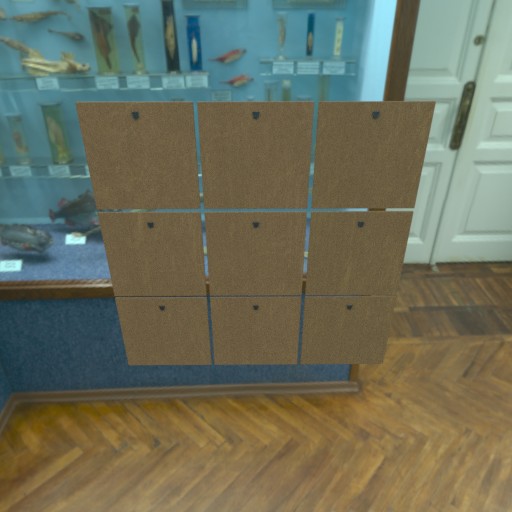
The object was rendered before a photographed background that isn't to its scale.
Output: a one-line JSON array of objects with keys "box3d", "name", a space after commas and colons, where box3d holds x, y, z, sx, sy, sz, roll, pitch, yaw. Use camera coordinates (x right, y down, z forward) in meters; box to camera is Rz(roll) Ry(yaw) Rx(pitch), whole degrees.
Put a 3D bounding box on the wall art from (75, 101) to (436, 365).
[{"box3d": [0.000, 0.000, 2.269, 1.526, 1.522, 0.023, 0, 31, 0], "name": "wall art"}]
